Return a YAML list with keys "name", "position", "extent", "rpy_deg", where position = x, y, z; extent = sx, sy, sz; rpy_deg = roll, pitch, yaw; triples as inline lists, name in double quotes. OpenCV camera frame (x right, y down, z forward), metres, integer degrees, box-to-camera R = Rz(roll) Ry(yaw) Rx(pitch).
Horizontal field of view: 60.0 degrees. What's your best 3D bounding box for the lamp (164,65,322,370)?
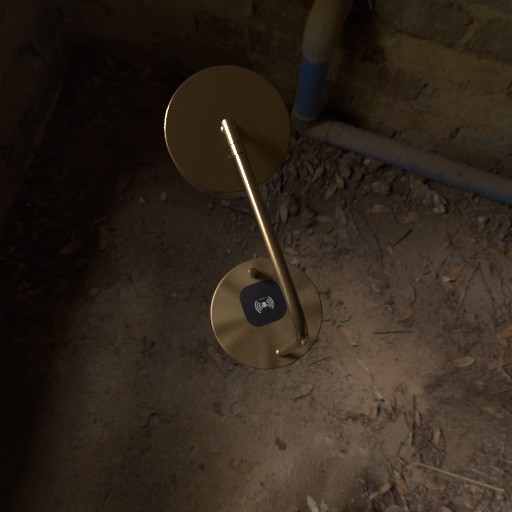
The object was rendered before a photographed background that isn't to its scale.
- name: "lamp"
  position: [0.000, 0.000, 0.528]
  extent: [0.171, 0.380, 0.270]
  rpy_deg: [-18, 77, -4]
